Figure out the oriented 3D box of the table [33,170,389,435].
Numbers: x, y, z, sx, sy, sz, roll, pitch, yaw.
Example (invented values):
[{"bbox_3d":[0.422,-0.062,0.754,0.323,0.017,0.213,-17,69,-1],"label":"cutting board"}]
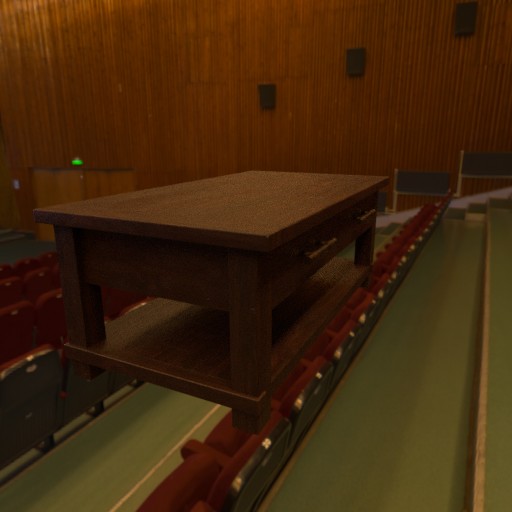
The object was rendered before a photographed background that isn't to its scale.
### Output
[{"bbox_3d":[0.000,0.000,1.626,0.700,0.494,1.270,8,18,25],"label":"table"}]
